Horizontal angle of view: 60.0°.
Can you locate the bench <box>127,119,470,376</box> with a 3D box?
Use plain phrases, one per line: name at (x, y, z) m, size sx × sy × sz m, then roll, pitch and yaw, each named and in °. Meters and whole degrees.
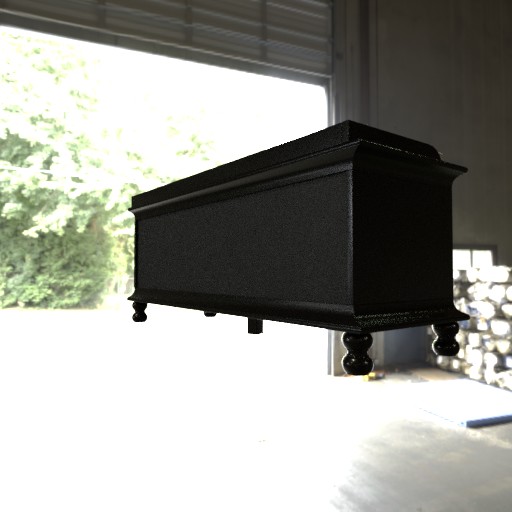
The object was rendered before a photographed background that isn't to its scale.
bench at (0.000, 0.000, 1.425) m, size 0.402 × 0.501 × 1.185 m, roll 1°, pitch -2°, yaw -37°
